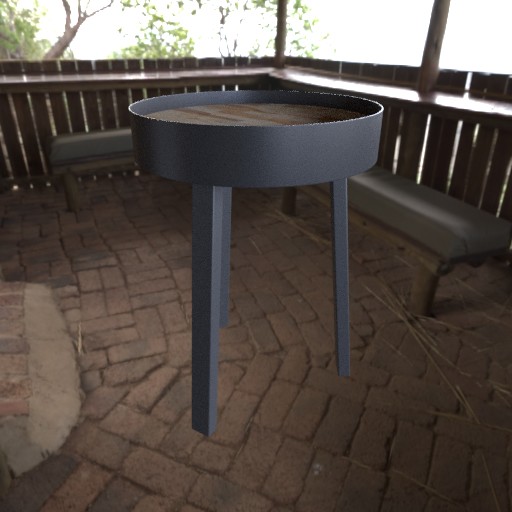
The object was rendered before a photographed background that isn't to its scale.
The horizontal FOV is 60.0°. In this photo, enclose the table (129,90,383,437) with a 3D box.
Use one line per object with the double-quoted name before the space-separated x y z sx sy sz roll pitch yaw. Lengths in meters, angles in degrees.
"table" 0.000 0.000 0.853 0.406 0.559 0.406 0 26 0
